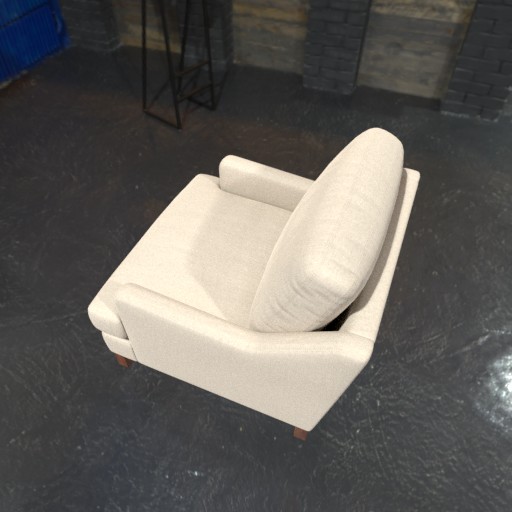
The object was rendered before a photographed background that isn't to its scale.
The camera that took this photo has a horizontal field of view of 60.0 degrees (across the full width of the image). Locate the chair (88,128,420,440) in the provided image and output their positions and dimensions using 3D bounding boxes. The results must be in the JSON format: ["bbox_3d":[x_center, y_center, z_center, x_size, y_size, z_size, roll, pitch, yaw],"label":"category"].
[{"bbox_3d":[0.000,0.000,1.725,1.001,0.916,0.912,17,50,15],"label":"chair"}]
